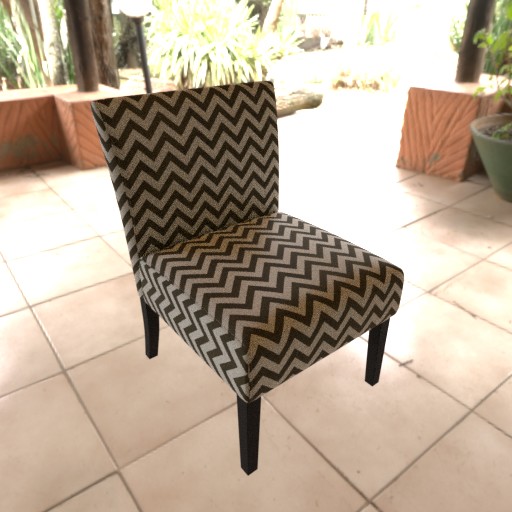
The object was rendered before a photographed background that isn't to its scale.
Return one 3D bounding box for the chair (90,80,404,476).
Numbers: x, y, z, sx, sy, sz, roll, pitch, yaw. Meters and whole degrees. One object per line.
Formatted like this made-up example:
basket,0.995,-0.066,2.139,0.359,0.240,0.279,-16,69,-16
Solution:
chair,0.000,0.000,1.267,0.589,0.838,0.648,-21,35,-33
